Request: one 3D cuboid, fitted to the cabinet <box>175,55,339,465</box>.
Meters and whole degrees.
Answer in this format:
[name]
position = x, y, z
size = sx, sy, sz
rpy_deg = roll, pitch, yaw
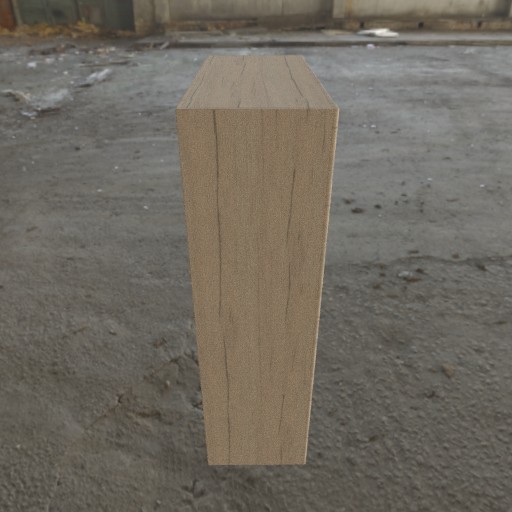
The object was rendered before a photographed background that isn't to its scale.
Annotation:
[cabinet]
position = 0.000, 0.000, 2.698
size = 0.580, 2.070, 1.400
rpy_deg = 0, 31, 0
